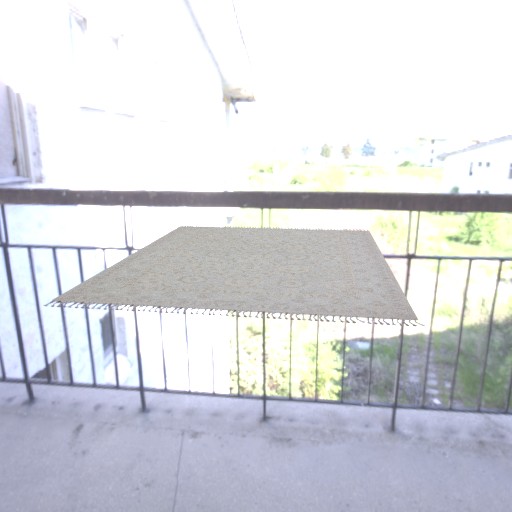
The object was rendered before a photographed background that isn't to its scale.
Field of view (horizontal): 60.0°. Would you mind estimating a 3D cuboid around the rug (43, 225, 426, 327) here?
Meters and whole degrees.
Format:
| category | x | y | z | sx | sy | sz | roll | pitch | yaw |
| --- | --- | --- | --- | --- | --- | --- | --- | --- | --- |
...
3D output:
| category | x | y | z | sx | sy | sz | roll | pitch | yaw |
| --- | --- | --- | --- | --- | --- | --- | --- | --- | --- |
| rug | 0.000 | 0.000 | 4.194 | 2.444 | 0.013 | 3.043 | 2 | 14 | 8 |
